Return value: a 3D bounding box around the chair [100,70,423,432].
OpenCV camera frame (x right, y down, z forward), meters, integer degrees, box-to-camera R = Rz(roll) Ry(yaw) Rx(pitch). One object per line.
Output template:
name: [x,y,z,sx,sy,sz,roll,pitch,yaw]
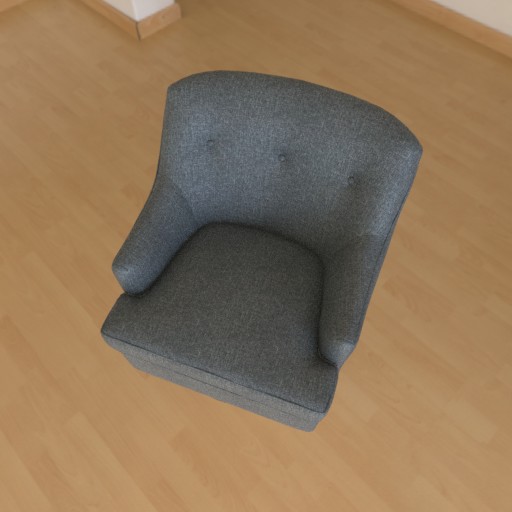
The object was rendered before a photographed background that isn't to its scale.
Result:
chair: [0.000,0.000,1.583,0.864,0.856,0.923,17,60,10]
